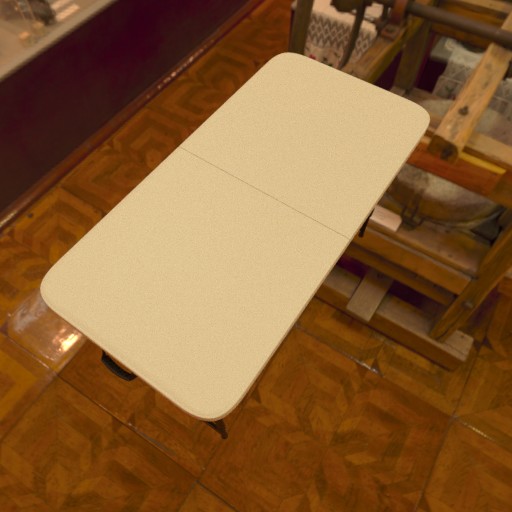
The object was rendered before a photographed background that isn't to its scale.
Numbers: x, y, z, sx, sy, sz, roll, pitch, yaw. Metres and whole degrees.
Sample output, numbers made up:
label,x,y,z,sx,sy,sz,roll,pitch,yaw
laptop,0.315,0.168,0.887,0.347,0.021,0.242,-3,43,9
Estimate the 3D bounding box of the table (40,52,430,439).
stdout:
label,x,y,z,sx,sy,sz,roll,pitch,yaw
table,0.000,0.000,1.616,0.611,0.737,1.245,31,64,17
